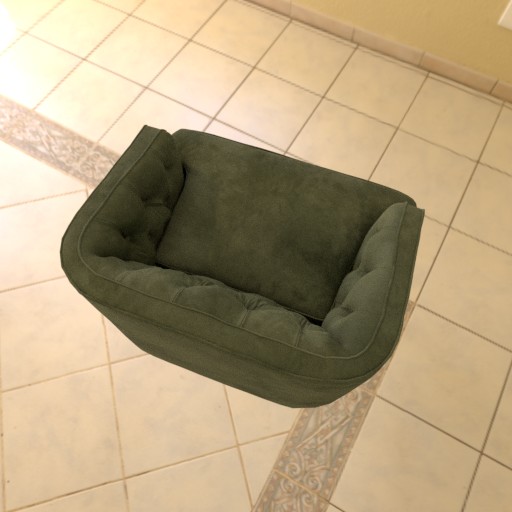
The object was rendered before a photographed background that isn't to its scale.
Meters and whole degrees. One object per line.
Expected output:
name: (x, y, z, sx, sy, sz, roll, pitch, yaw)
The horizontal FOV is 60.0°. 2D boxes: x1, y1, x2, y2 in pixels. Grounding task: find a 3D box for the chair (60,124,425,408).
chair: (0.000, 0.000, 1.743, 1.104, 0.852, 0.941, 19, 67, 8)
